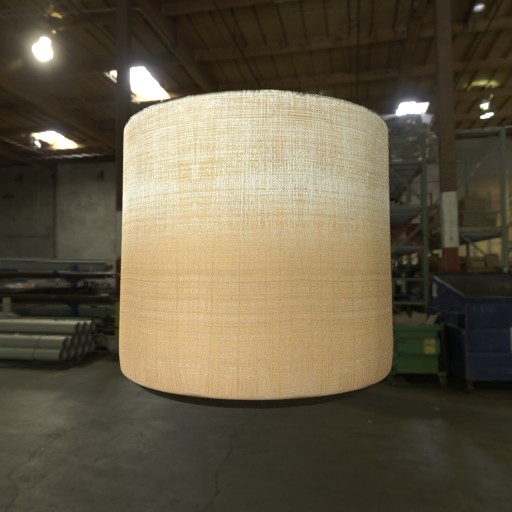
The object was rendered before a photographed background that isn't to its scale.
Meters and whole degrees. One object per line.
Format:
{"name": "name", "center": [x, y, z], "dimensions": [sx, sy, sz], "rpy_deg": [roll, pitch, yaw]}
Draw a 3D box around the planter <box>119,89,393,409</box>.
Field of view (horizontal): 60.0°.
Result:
{"name": "planter", "center": [0.000, 0.000, 0.376], "dimensions": [0.221, 0.201, 0.221], "rpy_deg": [0, -2, 0]}
